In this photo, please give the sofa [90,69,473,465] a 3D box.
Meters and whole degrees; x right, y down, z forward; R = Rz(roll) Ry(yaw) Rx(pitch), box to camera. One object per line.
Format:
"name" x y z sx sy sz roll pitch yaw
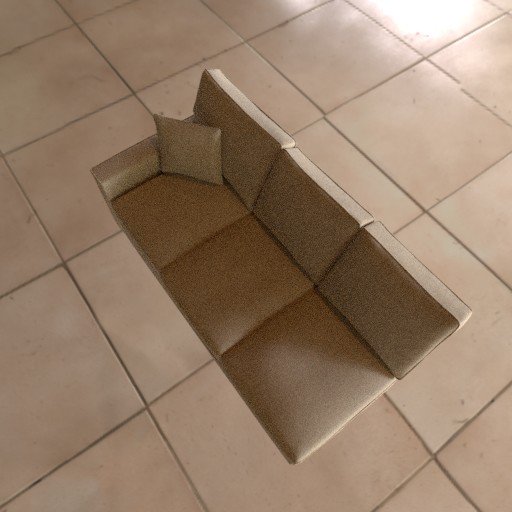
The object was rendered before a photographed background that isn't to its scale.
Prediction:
"sofa" 0.000 0.000 2.505 1.034 0.946 1.962 -34 67 -17
